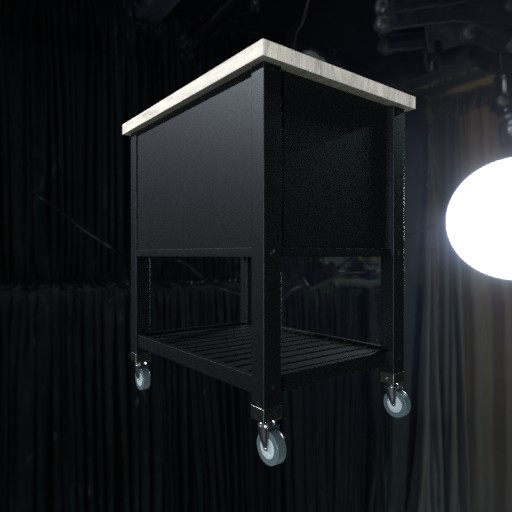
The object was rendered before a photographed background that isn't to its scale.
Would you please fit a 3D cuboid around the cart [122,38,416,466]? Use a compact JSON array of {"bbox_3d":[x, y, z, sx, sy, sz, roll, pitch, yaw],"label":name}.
[{"bbox_3d":[0.000,0.000,1.415,0.567,0.920,0.797,0,0,-38],"label":"cart"}]
